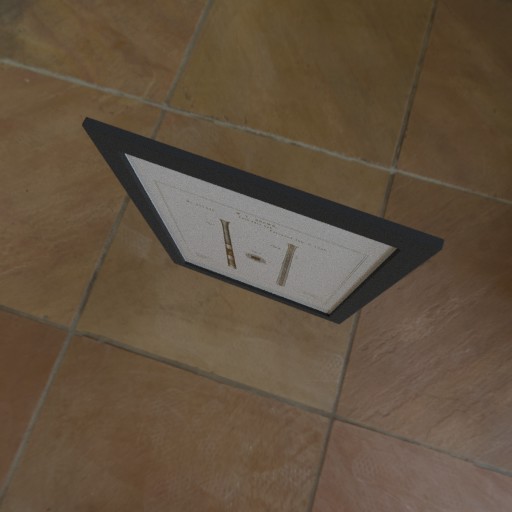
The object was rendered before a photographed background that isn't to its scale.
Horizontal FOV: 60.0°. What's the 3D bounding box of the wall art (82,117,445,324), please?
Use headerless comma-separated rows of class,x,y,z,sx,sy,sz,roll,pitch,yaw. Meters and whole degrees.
wall art,0.000,0.000,0.685,0.374,0.529,0.012,20,75,6
